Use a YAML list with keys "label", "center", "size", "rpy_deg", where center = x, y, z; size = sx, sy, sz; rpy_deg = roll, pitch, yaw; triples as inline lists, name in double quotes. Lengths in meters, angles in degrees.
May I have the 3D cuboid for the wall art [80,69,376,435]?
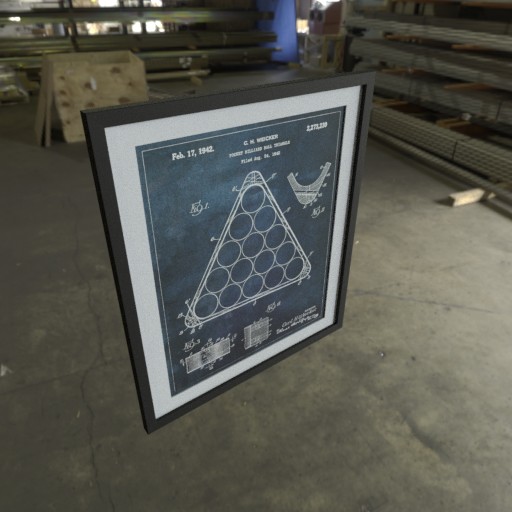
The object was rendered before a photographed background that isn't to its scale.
- label: "wall art"
  center: [0.000, 0.000, 1.191]
  size: [0.755, 0.863, 0.028]
  rpy_deg: [-21, 37, -31]
